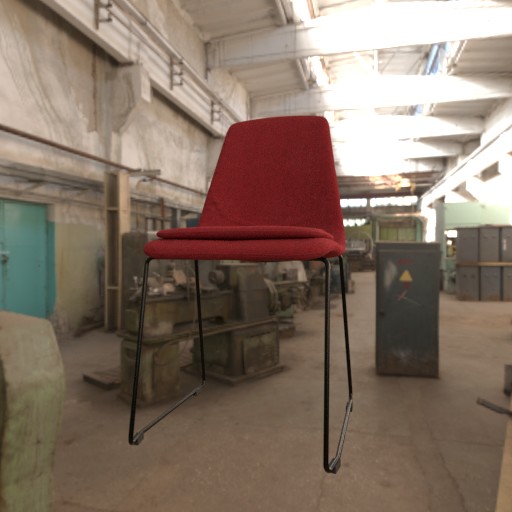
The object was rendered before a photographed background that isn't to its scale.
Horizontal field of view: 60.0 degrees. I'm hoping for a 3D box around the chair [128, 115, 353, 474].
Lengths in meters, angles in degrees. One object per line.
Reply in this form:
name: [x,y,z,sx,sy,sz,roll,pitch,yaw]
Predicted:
chair: [0.000,0.000,1.157,0.479,0.858,0.518,0,1,16]
